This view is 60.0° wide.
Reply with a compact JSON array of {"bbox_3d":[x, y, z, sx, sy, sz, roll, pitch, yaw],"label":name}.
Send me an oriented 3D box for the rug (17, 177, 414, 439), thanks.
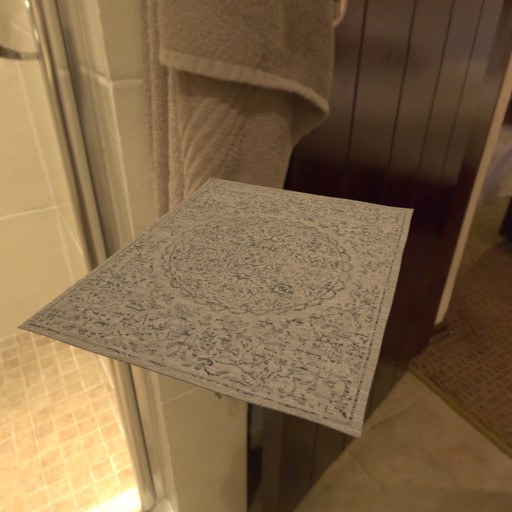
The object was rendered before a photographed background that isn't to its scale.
[{"bbox_3d":[0.000,0.000,3.805,2.343,0.026,2.925,12,34,19],"label":"rug"}]
